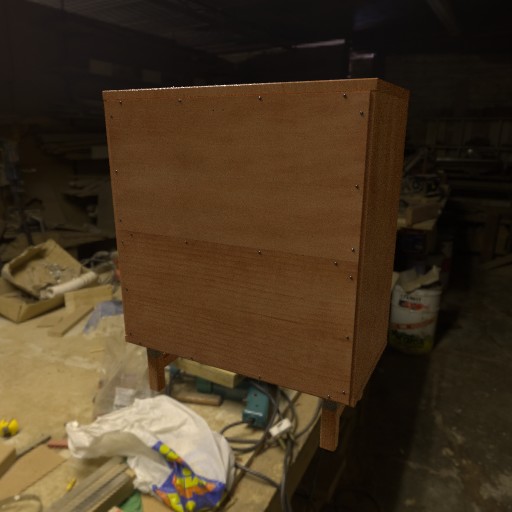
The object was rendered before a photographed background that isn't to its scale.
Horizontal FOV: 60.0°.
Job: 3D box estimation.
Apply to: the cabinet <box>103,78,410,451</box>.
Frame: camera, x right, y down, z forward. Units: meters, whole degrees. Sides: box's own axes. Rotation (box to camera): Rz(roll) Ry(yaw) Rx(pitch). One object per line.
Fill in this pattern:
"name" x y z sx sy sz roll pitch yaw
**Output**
"cabinet" 0.000 0.000 1.432 0.800 1.001 0.419 8 18 27
